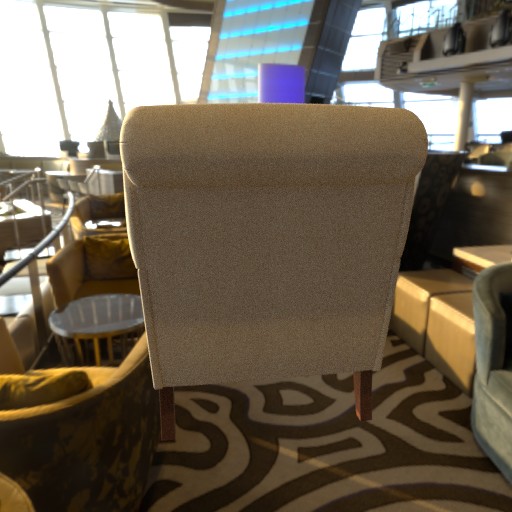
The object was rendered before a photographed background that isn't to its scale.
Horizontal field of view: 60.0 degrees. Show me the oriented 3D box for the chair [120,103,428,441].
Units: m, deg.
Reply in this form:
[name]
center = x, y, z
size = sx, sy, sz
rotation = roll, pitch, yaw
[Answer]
[chair]
center = 0.000, 0.000, 1.507
size = 0.766, 0.944, 0.842
rotation = -2, 15, -9
